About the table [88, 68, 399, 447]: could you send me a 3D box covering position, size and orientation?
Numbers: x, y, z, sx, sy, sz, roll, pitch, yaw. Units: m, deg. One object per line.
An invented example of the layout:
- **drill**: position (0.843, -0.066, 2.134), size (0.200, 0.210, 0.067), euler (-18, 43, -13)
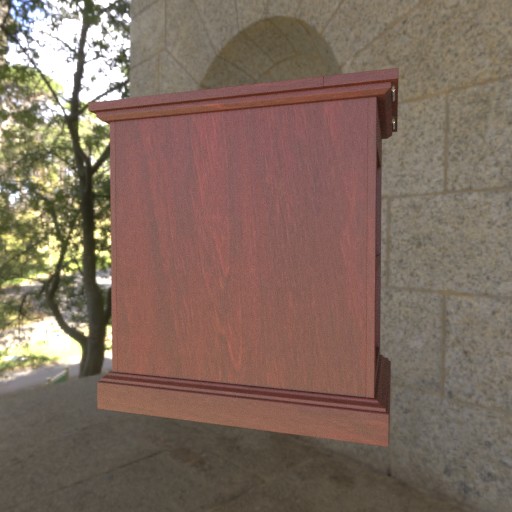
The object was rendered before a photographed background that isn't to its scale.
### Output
- **table**: position (0.000, 0.000, 0.968), size (0.584, 0.612, 0.356), euler (1, 2, 17)
